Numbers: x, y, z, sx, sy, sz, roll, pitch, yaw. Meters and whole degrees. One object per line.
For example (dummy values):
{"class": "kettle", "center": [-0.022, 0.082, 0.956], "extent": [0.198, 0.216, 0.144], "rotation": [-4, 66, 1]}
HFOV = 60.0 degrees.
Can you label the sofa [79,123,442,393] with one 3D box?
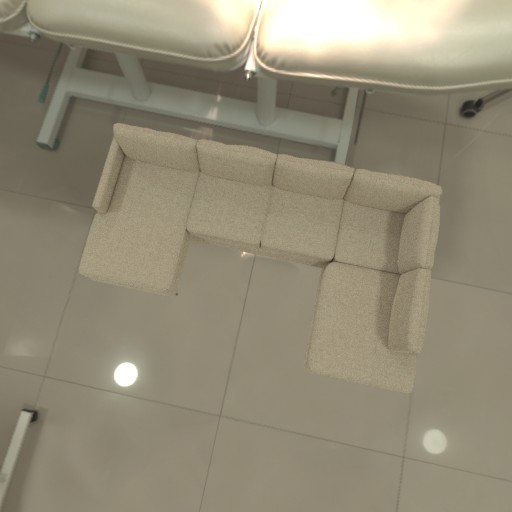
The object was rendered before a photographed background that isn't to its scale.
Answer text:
{"class": "sofa", "center": [0.000, 0.000, 4.475], "extent": [3.423, 0.996, 2.021], "rotation": [12, 77, 3]}
